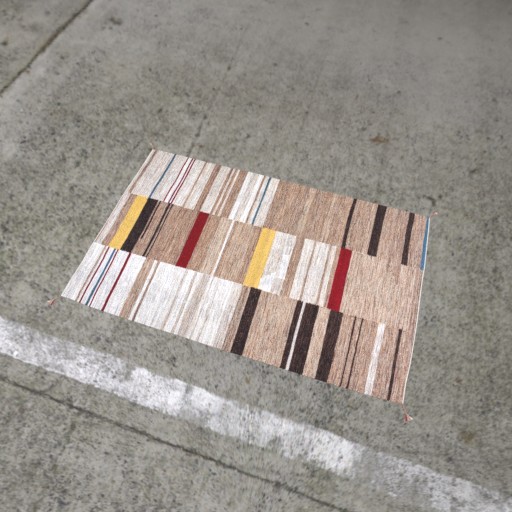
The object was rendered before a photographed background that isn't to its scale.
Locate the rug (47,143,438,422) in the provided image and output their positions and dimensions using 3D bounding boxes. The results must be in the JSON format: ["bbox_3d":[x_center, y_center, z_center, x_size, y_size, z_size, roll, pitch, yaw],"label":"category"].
[{"bbox_3d":[0.000,0.000,2.485,1.918,0.007,1.268,16,59,9],"label":"rug"}]
